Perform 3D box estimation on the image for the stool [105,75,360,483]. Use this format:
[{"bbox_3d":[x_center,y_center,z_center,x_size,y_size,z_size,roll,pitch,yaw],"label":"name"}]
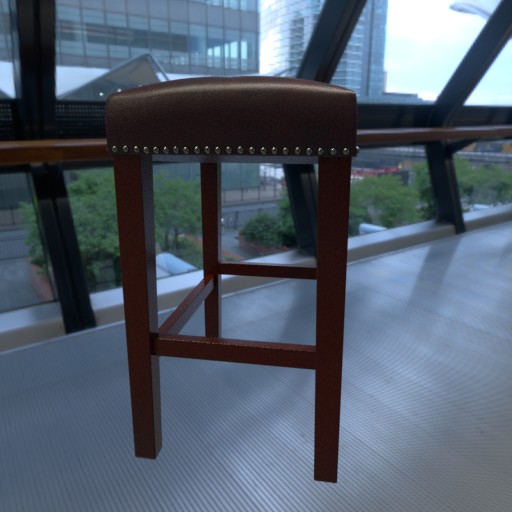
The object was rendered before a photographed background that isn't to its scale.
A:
[{"bbox_3d":[0.000,0.000,0.925,0.372,0.657,0.504,3,16,10],"label":"stool"}]
